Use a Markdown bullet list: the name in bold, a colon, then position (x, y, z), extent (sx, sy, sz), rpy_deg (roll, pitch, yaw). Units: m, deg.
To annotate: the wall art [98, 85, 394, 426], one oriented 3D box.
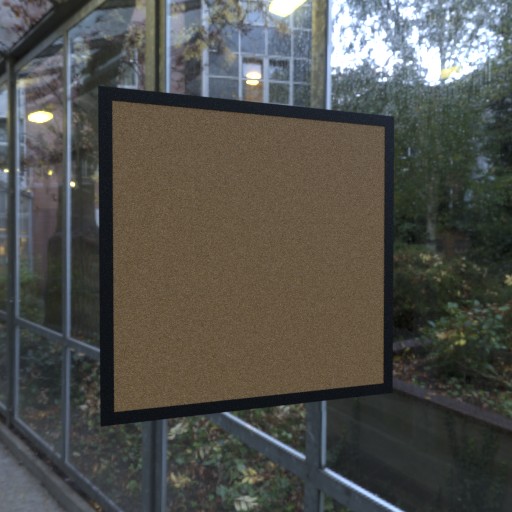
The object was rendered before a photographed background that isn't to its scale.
- **wall art**: position (0.000, 0.000, 0.458), extent (0.305, 0.304, 0.038), rpy_deg (0, 1, -18)
